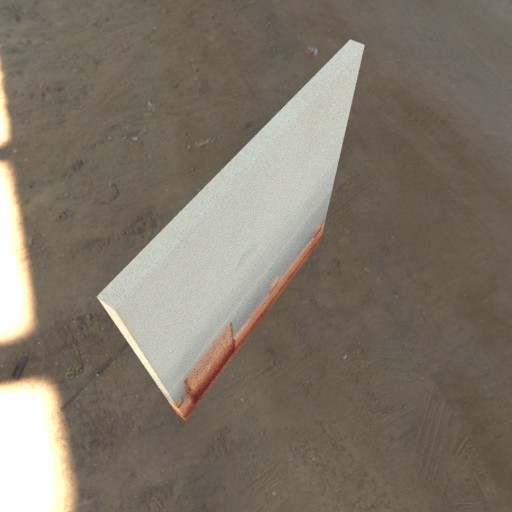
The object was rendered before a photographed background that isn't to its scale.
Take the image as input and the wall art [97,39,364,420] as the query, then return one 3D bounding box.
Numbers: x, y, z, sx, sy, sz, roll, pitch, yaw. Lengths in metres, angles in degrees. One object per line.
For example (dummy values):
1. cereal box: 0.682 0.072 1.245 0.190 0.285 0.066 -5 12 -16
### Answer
1. wall art: 0.000 0.000 0.598 0.023 0.405 0.405 31 63 17
